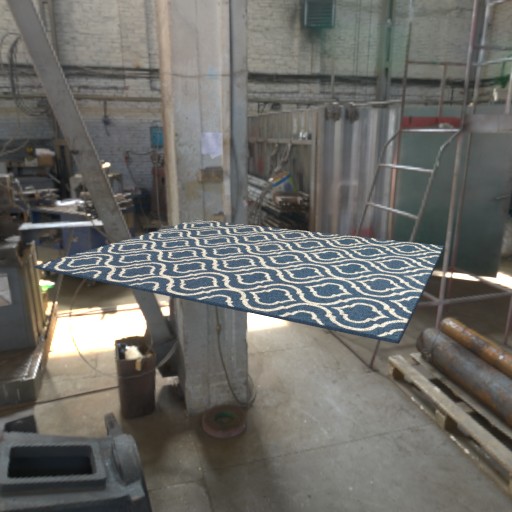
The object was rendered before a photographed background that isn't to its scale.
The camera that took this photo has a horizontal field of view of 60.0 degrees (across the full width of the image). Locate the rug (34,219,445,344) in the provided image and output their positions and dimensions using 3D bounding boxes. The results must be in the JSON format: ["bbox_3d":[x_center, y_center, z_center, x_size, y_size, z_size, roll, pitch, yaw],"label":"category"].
[{"bbox_3d":[0.000,0.000,3.914,2.881,0.020,2.270,8,17,27],"label":"rug"}]
